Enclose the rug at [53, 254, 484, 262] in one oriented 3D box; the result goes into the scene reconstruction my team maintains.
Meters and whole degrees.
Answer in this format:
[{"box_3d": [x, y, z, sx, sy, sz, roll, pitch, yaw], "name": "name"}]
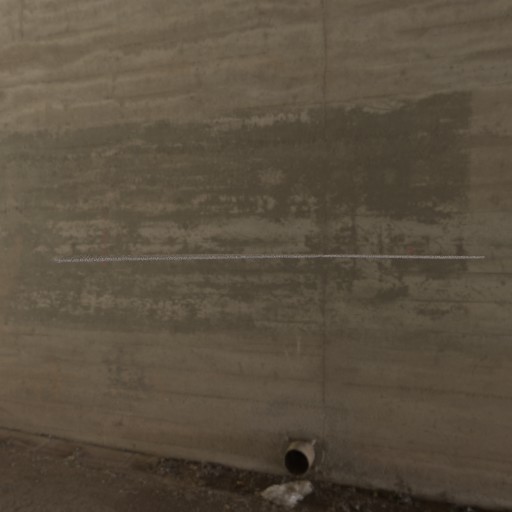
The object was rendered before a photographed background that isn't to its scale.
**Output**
[{"box_3d": [0.000, 0.000, 2.229, 1.773, 0.021, 1.149, 0, 1, -19], "name": "rug"}]
